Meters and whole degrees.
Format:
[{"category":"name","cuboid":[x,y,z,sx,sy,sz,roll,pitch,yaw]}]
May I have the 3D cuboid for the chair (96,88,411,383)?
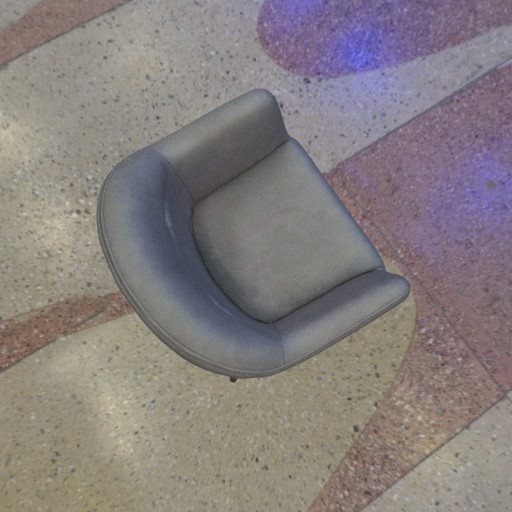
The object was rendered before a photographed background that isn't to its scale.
[{"category":"chair","cuboid":[0.000,0.000,1.140,0.544,0.781,0.567,-32,78,-7]}]
